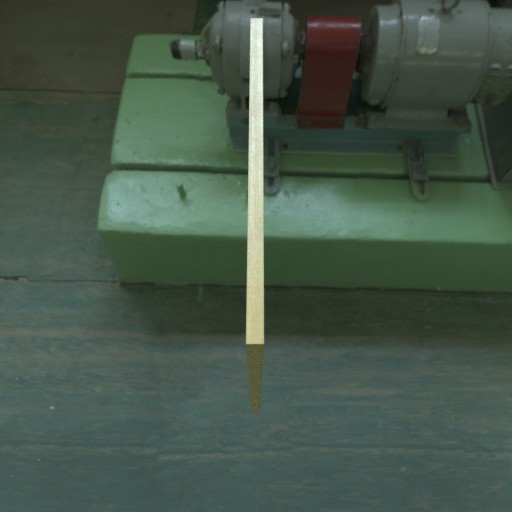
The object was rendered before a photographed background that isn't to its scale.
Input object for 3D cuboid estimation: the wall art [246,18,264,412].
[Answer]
[{"bbox_3d":[0.000,0.000,1.354,0.030,1.002,0.798,0,65,0],"label":"wall art"}]
